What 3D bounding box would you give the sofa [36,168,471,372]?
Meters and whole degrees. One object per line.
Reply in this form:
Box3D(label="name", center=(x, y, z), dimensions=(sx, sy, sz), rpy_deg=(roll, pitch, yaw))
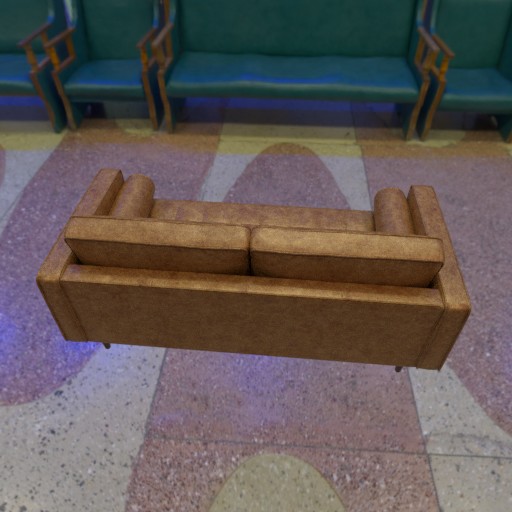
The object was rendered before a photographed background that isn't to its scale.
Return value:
Box3D(label="sofa", center=(0.000, 0.000, 2.356), dimensions=(1.920, 0.825, 0.924), rpy_deg=(4, 45, 4))
